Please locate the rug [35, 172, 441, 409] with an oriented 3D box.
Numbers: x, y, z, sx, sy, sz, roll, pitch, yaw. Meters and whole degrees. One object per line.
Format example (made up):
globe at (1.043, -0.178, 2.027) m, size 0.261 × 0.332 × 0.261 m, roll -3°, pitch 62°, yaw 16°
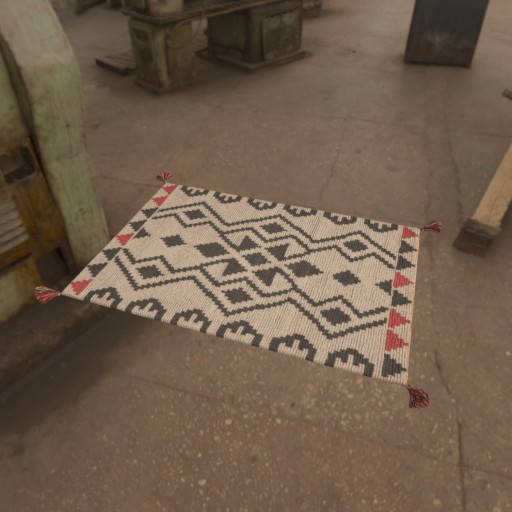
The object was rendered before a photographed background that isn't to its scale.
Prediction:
rug at (0.000, 0.000, 2.622) m, size 2.069 × 0.067 × 1.444 m, roll 12°, pitch 42°, yaw 14°
